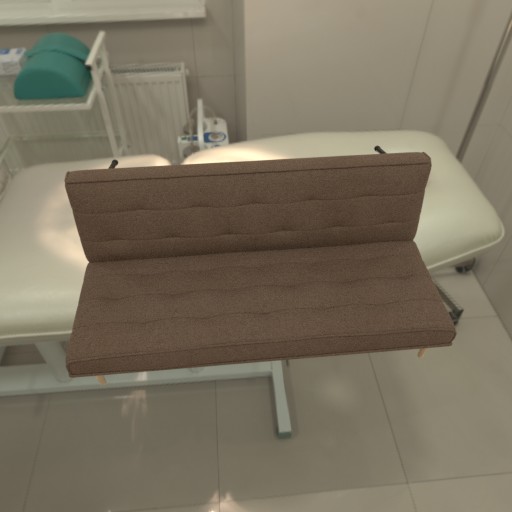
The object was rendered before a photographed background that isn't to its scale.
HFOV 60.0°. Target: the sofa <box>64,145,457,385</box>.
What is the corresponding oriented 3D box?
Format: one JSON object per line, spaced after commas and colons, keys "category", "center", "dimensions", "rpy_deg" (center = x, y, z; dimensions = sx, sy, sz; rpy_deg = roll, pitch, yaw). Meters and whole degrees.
{"category": "sofa", "center": [0.000, 0.000, 2.293], "dimensions": [1.820, 0.810, 1.038], "rpy_deg": [-4, 47, -4]}
